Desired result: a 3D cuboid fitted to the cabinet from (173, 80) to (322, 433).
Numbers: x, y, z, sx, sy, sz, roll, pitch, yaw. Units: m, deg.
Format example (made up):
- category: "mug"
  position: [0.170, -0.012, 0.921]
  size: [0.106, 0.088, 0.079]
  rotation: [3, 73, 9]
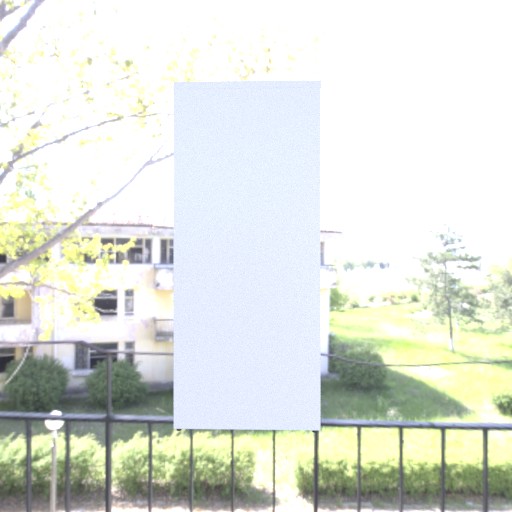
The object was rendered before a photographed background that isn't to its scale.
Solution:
- category: "cabinet"
  position: [0.000, 0.000, 1.860]
  size: [0.380, 0.900, 1.450]
  rotation: [0, 0, 2]
